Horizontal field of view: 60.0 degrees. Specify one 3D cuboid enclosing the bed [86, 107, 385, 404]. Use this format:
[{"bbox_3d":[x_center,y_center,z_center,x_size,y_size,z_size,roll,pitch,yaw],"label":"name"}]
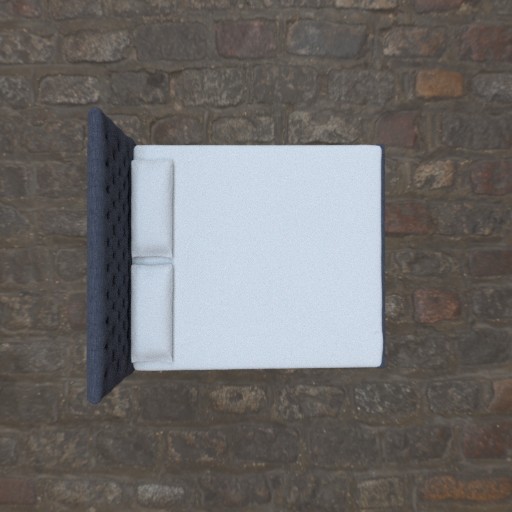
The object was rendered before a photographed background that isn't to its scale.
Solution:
[{"bbox_3d":[0.000,0.000,3.775,2.387,1.427,2.078,0,90,0],"label":"bed"}]
